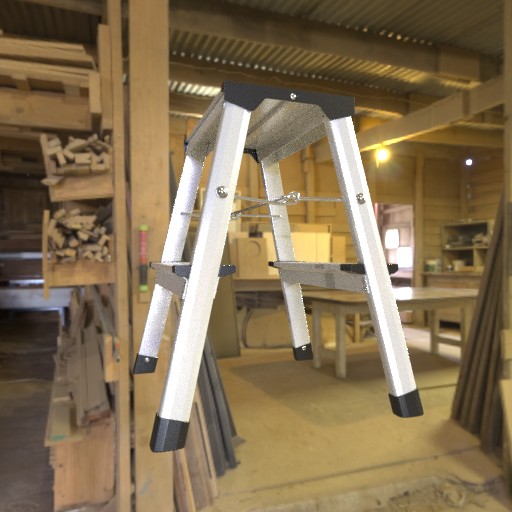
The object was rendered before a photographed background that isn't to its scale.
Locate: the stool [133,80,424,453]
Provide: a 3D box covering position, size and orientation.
[{"bbox_3d":[0.000,0.000,0.793,0.405,0.480,0.404,0,0,-19],"label":"stool"}]
